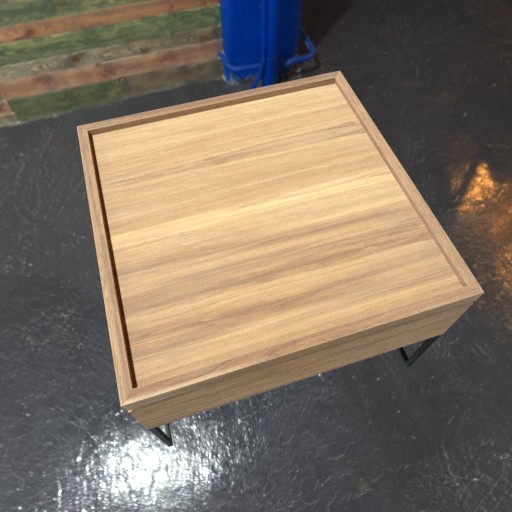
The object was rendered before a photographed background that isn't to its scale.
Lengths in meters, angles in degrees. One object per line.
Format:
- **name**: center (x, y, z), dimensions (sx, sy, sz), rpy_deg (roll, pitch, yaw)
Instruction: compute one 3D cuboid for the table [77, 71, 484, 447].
- **table**: center (0.000, 0.000, 1.135), dimensions (0.679, 0.464, 0.676), rpy_deg (-15, 60, -9)
